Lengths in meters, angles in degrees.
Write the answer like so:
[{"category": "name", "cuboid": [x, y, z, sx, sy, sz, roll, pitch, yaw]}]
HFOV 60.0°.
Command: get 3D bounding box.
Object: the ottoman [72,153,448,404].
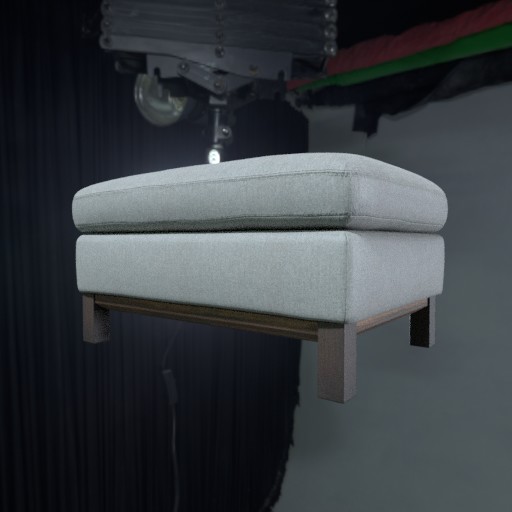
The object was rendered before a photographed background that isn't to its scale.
[{"category": "ottoman", "cuboid": [0.000, 0.000, 1.020, 0.735, 0.404, 0.528, 1, 2, 37]}]
